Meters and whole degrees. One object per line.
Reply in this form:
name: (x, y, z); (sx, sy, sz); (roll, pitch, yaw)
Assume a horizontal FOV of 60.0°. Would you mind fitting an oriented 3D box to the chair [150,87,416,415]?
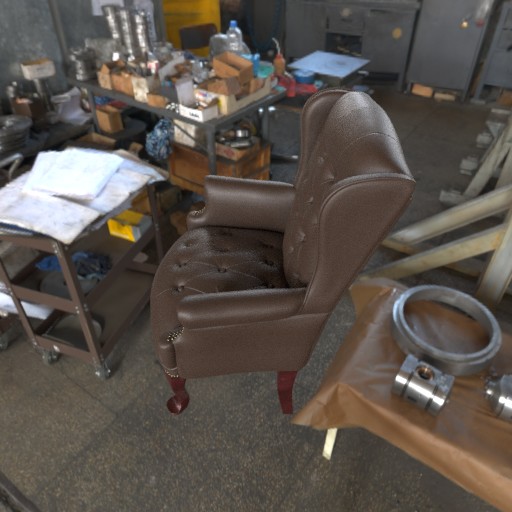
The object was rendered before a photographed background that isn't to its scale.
chair: (0.000, 0.000, 1.661); (0.819, 1.132, 0.829); (0, 39, 1)
